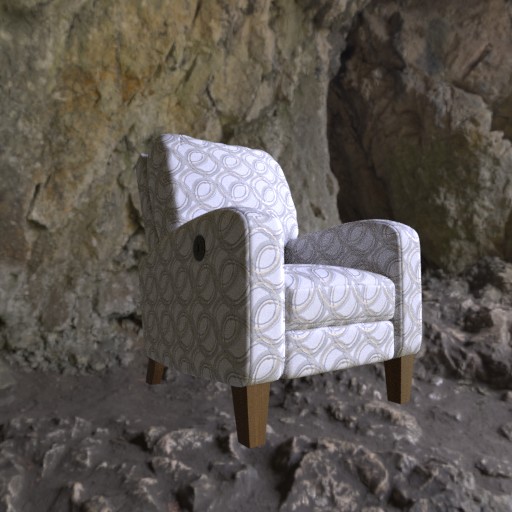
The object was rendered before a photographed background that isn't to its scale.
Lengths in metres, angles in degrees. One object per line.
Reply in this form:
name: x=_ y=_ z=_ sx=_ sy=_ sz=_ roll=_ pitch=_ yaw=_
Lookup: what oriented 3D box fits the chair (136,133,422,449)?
chair: x=0.000 y=0.000 z=1.781 sx=0.796 sy=1.065 sz=0.995 roll=1 pitch=-2 yaw=-36
